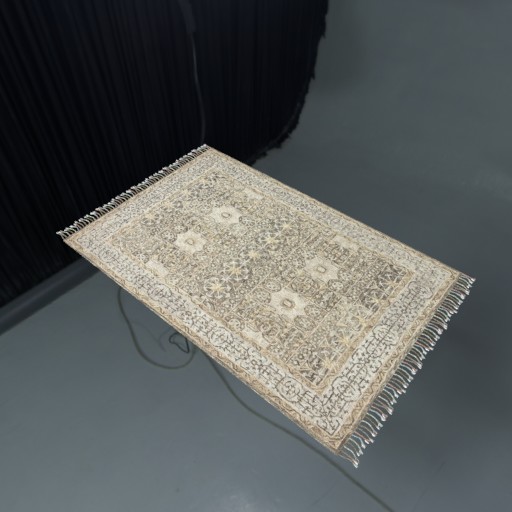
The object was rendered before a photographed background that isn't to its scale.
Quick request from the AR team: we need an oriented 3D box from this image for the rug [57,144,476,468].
[{"bbox_3d":[0.000,0.000,2.467,2.029,0.010,1.237,31,54,26],"label":"rug"}]
